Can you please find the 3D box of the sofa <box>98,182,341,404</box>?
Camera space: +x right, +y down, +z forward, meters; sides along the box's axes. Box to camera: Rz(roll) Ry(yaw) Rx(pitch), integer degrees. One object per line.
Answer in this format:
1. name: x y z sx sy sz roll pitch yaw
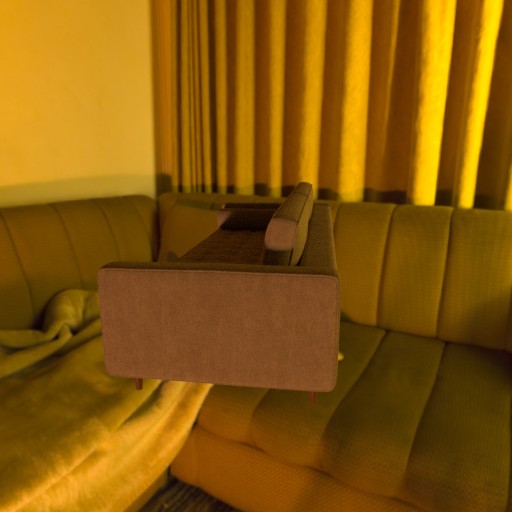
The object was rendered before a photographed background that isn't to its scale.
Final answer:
1. sofa: 0.000 0.000 2.662 0.919 0.770 2.200 2 13 8
